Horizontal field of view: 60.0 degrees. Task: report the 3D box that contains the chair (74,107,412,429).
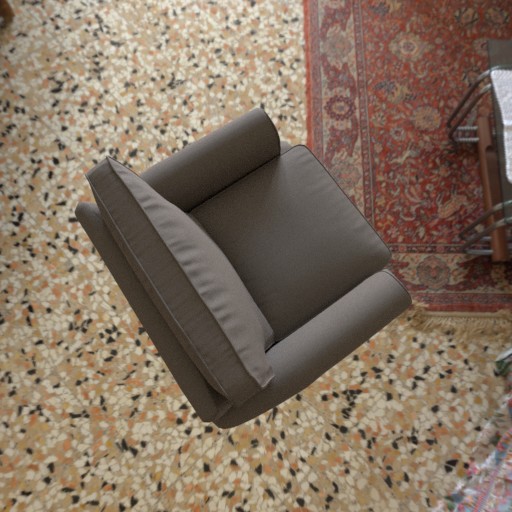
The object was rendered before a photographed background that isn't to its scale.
[{"bbox_3d":[0.000,0.000,1.769,0.966,0.967,1.029,-34,77,-9],"label":"chair"}]
